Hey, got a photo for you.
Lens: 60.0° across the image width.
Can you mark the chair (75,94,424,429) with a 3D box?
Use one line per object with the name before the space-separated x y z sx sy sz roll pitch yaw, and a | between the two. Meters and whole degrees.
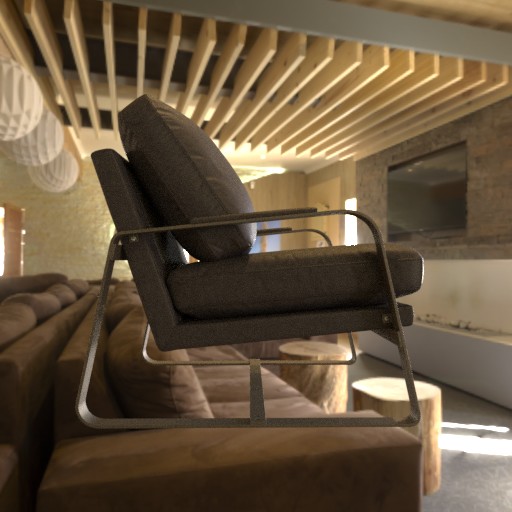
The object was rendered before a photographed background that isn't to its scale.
chair | 0.000 0.000 1.420 0.878 0.839 0.692 0 -1 -1
